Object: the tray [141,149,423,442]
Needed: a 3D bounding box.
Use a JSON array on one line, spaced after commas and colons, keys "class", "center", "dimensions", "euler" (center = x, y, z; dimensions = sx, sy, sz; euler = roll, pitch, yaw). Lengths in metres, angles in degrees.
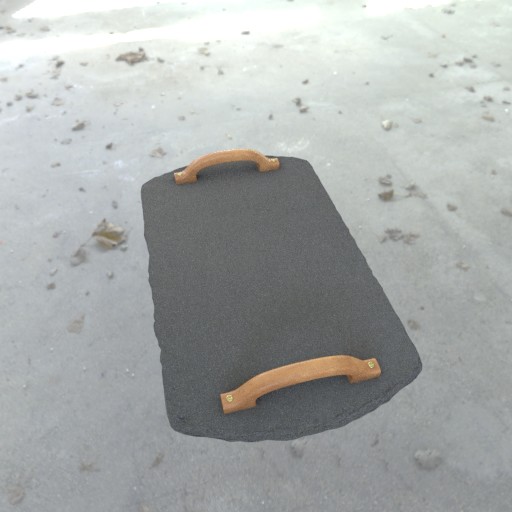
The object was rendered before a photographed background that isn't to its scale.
[{"class": "tray", "center": [0.000, 0.000, 0.476], "dimensions": [0.231, 0.062, 0.387], "euler": [-10, 48, -10]}]
